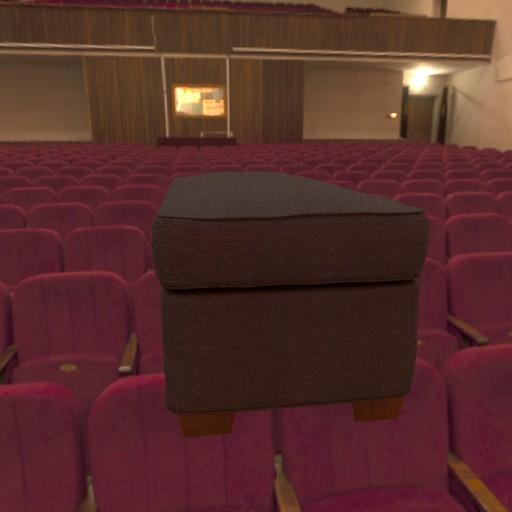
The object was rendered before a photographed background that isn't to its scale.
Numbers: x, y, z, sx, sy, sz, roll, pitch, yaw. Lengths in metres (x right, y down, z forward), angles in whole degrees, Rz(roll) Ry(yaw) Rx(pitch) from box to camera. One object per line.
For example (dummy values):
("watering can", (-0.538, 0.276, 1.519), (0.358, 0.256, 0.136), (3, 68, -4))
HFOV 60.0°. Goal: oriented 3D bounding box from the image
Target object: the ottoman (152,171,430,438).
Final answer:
("ottoman", (0.000, 0.000, 1.334), (0.515, 0.460, 1.110), (-2, 14, -8))
